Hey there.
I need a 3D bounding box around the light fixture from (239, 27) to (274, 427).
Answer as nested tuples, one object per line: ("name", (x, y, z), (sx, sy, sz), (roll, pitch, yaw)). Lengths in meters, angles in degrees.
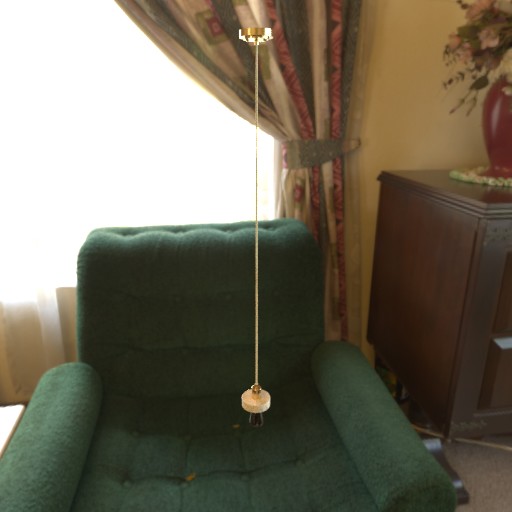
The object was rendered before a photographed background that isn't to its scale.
("light fixture", (0.000, 0.000, 1.818), (0.129, 1.669, 0.129), (-8, 20, -25))
